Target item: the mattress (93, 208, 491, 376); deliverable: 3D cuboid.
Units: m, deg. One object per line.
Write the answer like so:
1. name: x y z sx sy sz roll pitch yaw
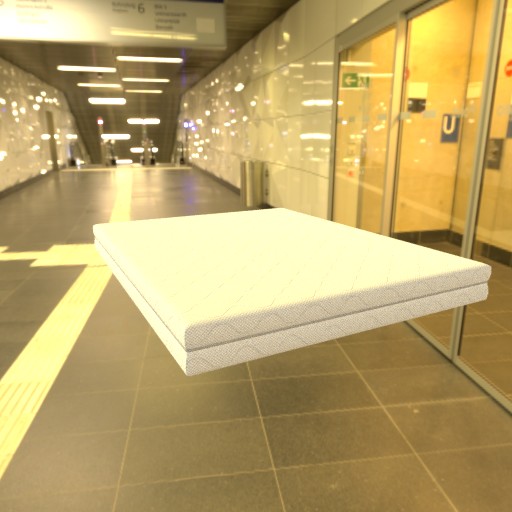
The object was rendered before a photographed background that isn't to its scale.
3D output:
1. mattress: 0.000 0.000 2.711 1.600 0.200 2.000 -8 17 -27
